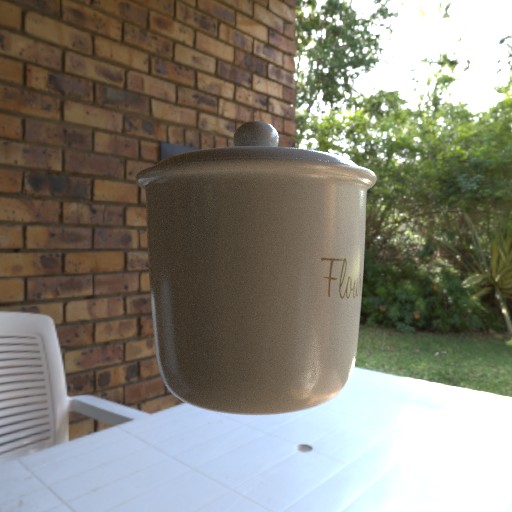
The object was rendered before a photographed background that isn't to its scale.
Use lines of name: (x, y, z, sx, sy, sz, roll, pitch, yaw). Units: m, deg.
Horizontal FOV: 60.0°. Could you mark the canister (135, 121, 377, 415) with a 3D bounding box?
canister: (0.000, 0.000, 0.347, 0.182, 0.208, 0.182, 0, 1, 0)
